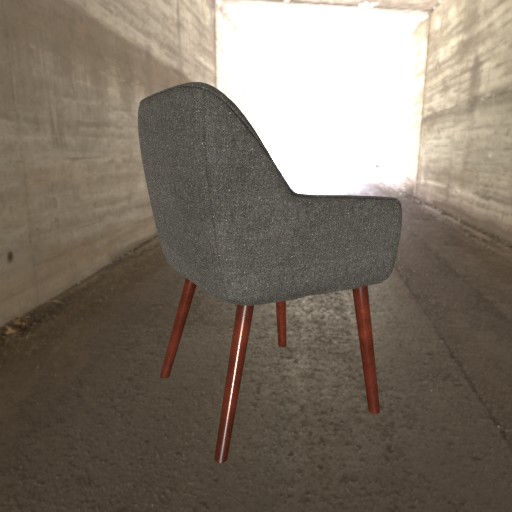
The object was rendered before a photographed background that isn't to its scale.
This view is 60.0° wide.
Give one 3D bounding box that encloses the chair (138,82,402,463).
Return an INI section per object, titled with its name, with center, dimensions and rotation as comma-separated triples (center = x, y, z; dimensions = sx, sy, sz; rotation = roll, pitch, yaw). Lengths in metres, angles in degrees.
[chair]
center = 0.000, 0.000, 1.183
dimensions = 0.519, 0.803, 0.543
rotation = -7, 15, -27
